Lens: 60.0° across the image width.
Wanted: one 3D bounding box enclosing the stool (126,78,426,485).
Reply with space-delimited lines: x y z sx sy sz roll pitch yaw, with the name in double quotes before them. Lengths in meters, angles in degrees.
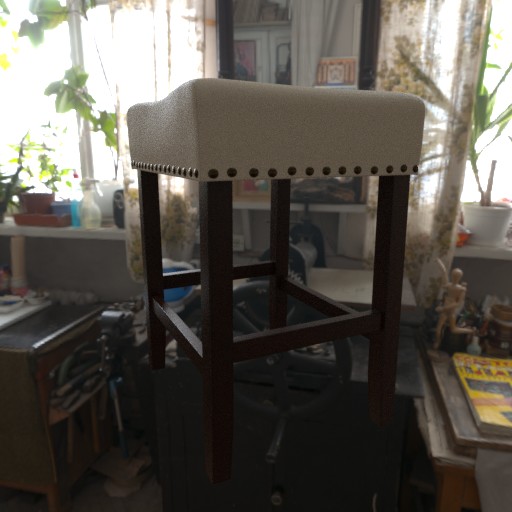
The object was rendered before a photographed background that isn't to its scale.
"stool" 0.000 0.000 0.904 0.401 0.609 0.471 -7 15 -26
